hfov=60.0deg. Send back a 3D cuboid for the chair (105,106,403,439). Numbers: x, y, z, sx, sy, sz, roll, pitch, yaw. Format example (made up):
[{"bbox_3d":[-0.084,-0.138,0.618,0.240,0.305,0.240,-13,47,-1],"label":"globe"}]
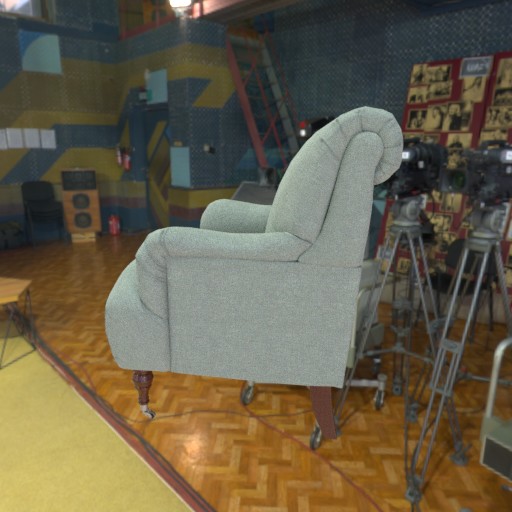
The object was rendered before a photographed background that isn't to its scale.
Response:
[{"bbox_3d":[0.000,0.000,1.951,1.060,1.178,0.964,2,14,9],"label":"chair"}]
